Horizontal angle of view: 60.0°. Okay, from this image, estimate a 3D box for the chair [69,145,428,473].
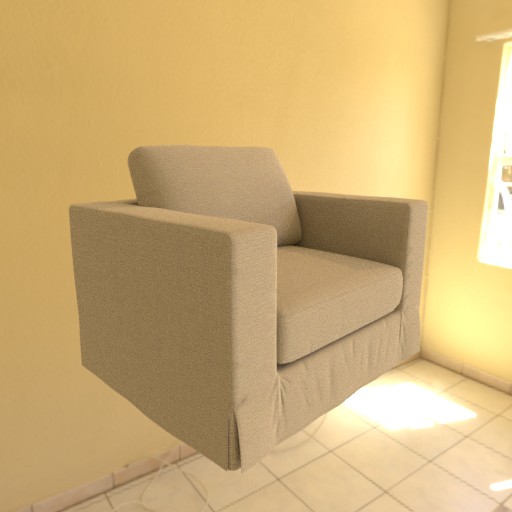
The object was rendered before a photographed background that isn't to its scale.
[{"bbox_3d":[0.000,0.000,1.800,0.957,0.878,1.150,12,18,43],"label":"chair"}]
